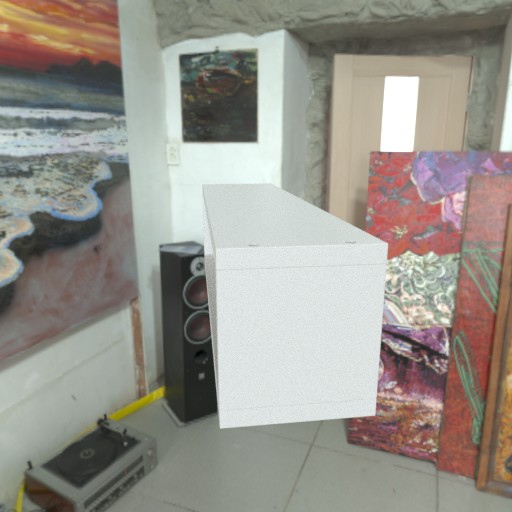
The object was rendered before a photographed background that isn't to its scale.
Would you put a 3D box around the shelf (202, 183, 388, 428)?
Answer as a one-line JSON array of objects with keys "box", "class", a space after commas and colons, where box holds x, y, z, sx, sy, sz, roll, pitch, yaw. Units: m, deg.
[{"box": [0.000, 0.000, 0.690, 0.150, 0.170, 0.610, -2, 14, -7], "class": "shelf"}]
